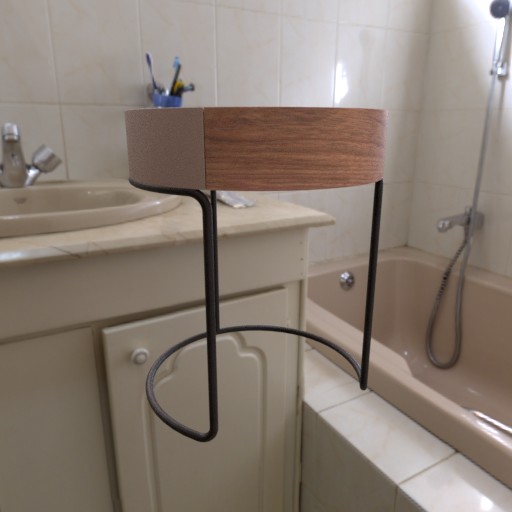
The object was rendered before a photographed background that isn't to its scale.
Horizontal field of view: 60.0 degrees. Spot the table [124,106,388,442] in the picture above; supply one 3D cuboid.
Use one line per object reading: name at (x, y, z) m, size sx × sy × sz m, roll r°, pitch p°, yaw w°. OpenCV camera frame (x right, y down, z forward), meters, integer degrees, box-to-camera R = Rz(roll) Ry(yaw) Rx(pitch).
table at (0.000, 0.000, 0.856) m, size 0.450 × 0.530 × 0.450 m, roll 0°, pitch 16°, yaw 0°
